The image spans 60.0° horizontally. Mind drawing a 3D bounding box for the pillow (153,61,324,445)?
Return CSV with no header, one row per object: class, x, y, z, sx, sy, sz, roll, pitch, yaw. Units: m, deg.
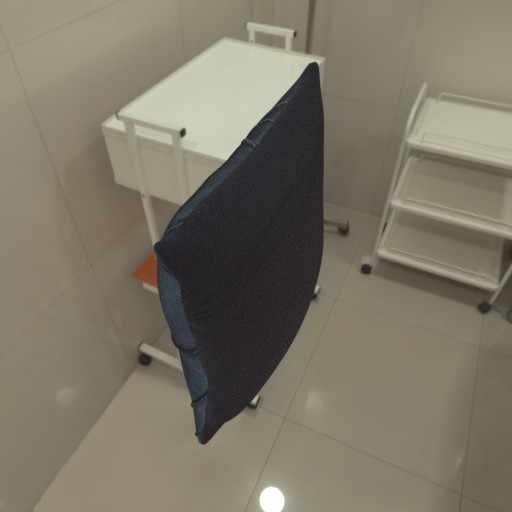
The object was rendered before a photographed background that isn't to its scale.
pillow,0.000,0.000,0.678,0.183,0.440,0.439,18,48,17
